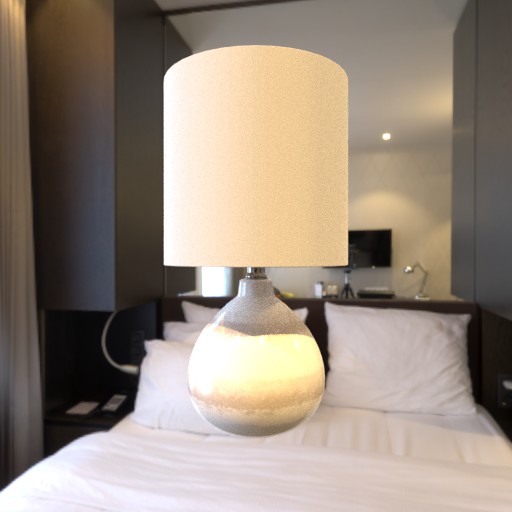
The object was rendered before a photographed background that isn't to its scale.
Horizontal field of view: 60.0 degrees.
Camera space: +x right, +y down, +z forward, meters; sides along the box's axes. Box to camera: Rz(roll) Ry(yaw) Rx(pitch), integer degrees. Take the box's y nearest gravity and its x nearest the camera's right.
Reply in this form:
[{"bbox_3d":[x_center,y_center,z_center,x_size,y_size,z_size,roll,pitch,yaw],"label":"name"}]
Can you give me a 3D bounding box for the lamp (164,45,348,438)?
[{"bbox_3d":[0.000,0.000,0.532,0.217,0.404,0.217,0,0,-18],"label":"lamp"}]
